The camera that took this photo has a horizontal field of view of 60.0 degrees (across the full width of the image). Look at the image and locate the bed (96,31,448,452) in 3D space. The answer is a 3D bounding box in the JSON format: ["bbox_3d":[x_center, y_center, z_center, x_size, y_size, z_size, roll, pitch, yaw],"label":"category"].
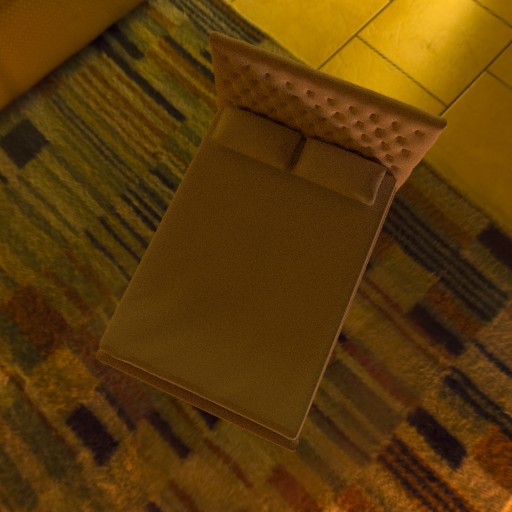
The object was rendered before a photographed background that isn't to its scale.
[{"bbox_3d":[0.000,0.000,3.342,1.698,1.427,2.387,23,77,6],"label":"bed"}]
